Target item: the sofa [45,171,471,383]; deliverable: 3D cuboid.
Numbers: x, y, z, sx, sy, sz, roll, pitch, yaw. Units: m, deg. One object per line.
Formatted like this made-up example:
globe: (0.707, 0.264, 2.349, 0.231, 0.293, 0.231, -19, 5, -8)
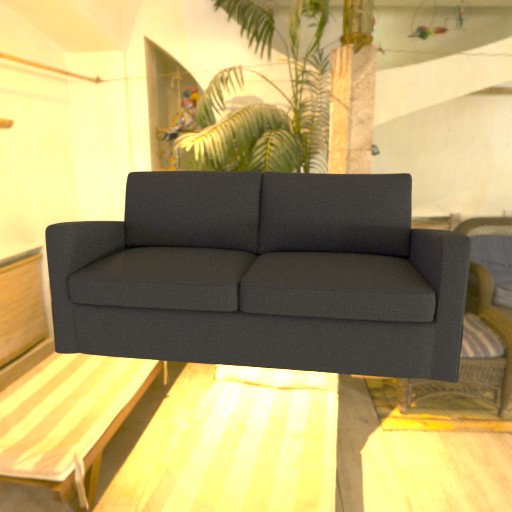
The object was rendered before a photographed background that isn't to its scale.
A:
sofa: (0.000, 0.000, 2.296, 1.852, 0.839, 0.898, 2, 14, 8)
